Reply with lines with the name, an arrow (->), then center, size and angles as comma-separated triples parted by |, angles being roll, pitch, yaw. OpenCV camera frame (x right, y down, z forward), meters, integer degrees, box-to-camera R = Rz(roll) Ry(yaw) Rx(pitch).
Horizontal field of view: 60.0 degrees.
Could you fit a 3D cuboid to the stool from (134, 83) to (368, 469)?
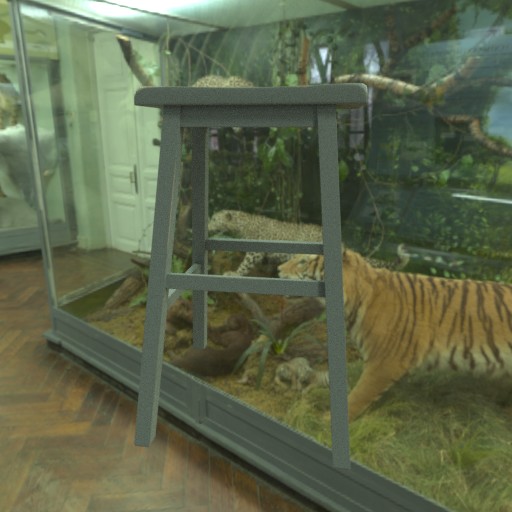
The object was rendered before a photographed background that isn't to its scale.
stool -> 0.000, 0.000, 1.045 | 0.457, 0.737, 0.476 | 2, 16, 9
